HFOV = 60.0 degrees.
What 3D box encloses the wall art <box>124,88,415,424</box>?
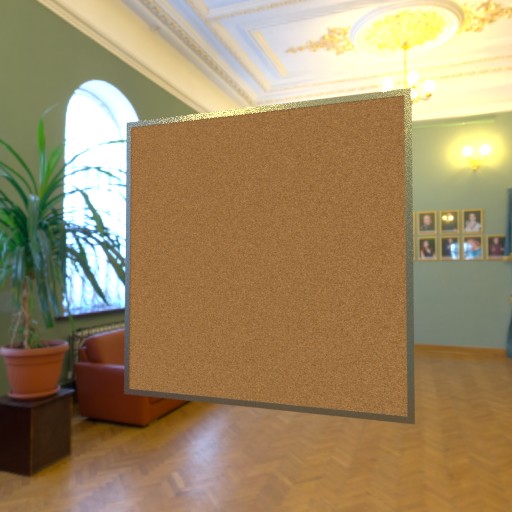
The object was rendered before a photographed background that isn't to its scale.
[{"bbox_3d":[0.000,0.000,1.207,0.806,0.806,0.038,-1,-2,19],"label":"wall art"}]
